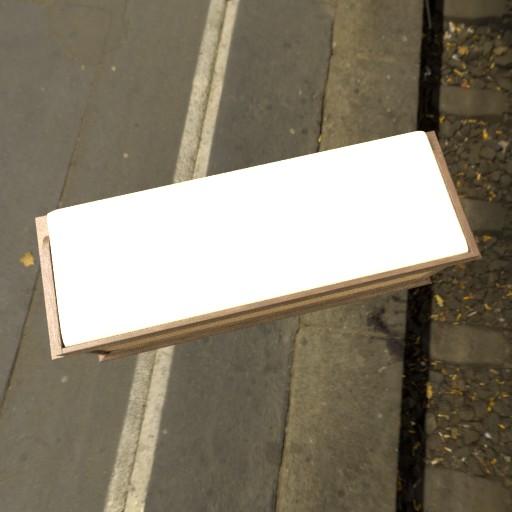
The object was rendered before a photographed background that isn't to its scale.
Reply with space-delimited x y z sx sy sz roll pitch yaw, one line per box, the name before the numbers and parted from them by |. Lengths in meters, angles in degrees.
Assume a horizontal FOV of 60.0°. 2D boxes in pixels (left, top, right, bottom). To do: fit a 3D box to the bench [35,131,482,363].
bench | 0.000 0.000 1.428 1.185 0.501 0.402 -13 76 -3
